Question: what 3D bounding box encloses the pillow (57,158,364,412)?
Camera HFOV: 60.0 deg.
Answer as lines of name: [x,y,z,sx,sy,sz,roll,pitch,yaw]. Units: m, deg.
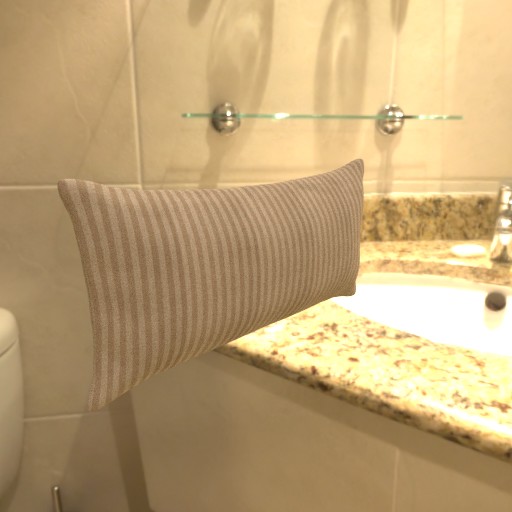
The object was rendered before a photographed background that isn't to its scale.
pillow: [0.000,0.000,0.734,0.151,0.295,0.617,15,21,43]
